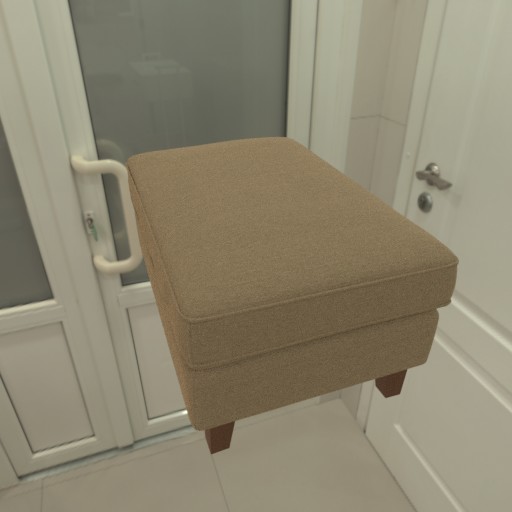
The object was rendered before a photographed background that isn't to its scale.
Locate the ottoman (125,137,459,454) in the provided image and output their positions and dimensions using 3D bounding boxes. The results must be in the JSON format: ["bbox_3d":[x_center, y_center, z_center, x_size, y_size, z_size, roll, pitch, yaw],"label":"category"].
[{"bbox_3d":[0.000,0.000,1.331,0.636,0.521,0.945,-11,33,-17],"label":"ottoman"}]
